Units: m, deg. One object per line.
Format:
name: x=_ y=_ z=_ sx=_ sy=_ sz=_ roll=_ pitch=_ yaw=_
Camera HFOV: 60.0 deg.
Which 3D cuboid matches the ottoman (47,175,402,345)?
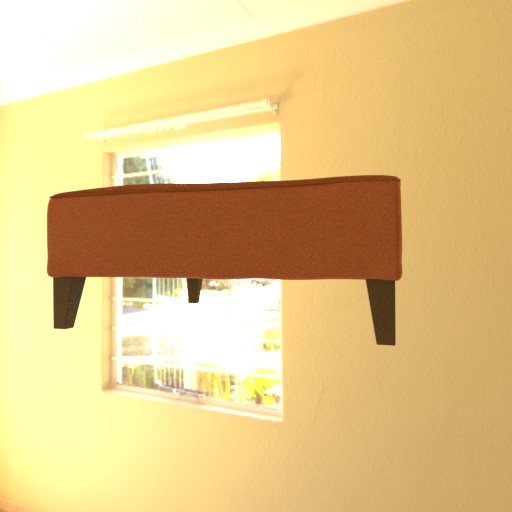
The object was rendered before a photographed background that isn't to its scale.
ottoman: x=0.000 y=0.000 z=1.613 sx=0.997 sy=0.438 sz=0.999 roll=0 pitch=-1 yaw=17
